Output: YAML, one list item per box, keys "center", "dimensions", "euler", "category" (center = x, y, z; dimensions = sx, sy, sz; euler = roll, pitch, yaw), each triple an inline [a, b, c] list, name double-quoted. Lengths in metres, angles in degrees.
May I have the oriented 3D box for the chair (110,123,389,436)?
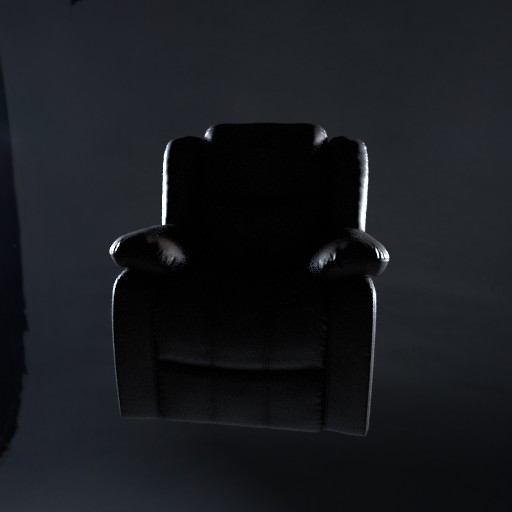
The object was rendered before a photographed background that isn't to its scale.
- center: [0.000, 0.000, 1.706]
  dimensions: [0.899, 1.009, 0.934]
  euler: [2, 14, 7]
  category: "chair"
